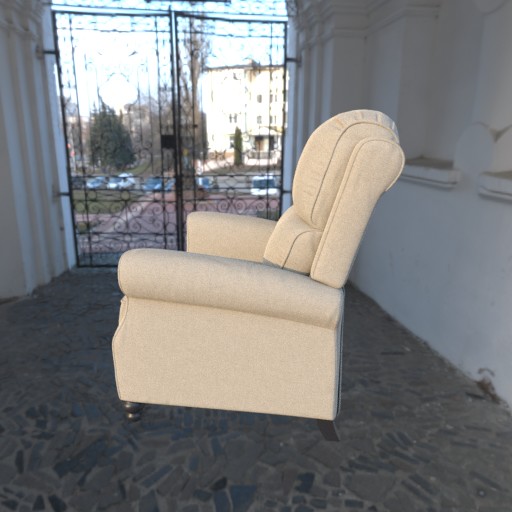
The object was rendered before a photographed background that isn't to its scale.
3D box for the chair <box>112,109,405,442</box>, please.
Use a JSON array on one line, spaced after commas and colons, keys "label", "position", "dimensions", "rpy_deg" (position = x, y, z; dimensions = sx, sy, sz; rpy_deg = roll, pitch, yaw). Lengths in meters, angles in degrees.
[{"label": "chair", "position": [0.000, 0.000, 1.710], "dimensions": [0.919, 1.046, 0.859], "rpy_deg": [2, 15, 8]}]
